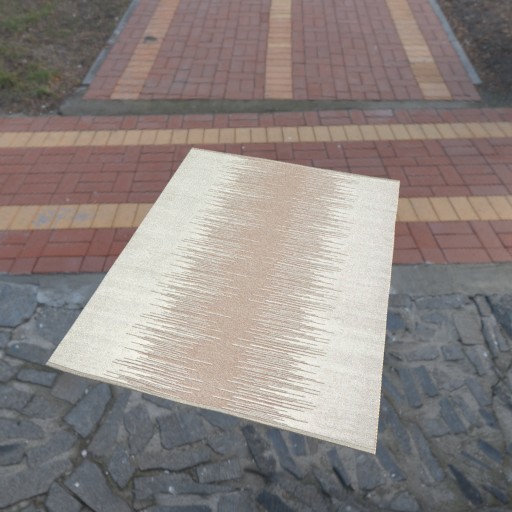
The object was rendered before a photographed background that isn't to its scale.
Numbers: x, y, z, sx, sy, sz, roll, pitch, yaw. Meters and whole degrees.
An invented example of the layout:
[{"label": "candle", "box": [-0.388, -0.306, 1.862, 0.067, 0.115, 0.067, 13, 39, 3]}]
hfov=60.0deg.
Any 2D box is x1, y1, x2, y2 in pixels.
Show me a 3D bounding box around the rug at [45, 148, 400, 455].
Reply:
[{"label": "rug", "box": [0.000, 0.000, 4.095, 2.438, 0.013, 3.048, 11, 48, 11]}]
